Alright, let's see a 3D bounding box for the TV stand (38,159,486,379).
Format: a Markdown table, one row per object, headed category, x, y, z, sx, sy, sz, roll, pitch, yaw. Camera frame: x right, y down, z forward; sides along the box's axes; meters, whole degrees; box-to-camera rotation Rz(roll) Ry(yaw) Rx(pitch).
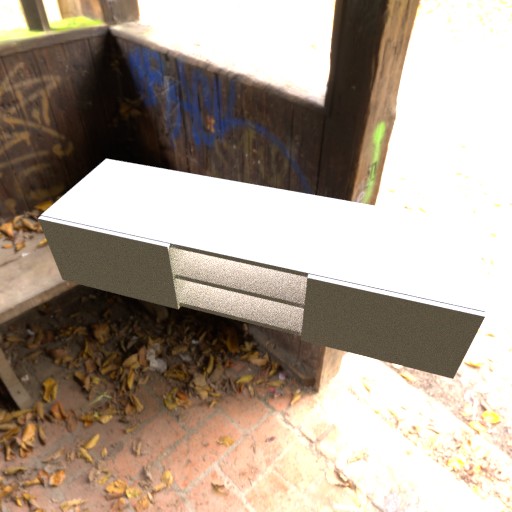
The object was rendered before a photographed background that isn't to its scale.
| category | x | y | z | sx | sy | sz | roll | pitch | yaw |
| --- | --- | --- | --- | --- | --- | --- | --- | --- | --- |
| TV stand | 0.000 | 0.000 | 1.571 | 1.400 | 0.310 | 0.420 | 12 | 43 | 13 |
